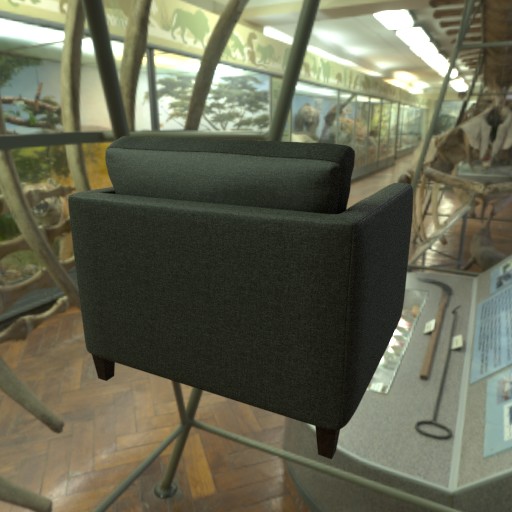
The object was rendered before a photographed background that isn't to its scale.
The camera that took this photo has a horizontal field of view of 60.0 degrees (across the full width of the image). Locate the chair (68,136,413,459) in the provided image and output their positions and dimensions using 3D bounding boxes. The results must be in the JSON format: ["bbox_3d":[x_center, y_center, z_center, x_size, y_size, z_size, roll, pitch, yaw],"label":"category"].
[{"bbox_3d":[0.000,0.000,1.840,1.107,0.963,0.959,8,19,26],"label":"chair"}]
